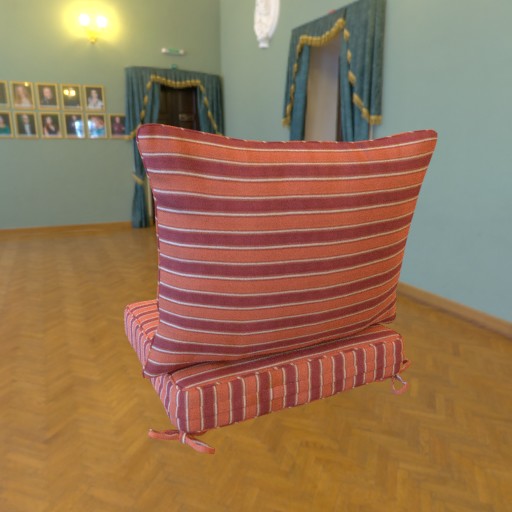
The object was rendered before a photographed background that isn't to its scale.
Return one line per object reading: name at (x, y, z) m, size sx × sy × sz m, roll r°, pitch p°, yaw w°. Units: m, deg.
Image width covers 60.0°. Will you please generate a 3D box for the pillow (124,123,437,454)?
pillow at (0.000, 0.000, 1.328) m, size 0.799 × 0.723 × 0.733 m, roll -7°, pitch 15°, yaw -26°
